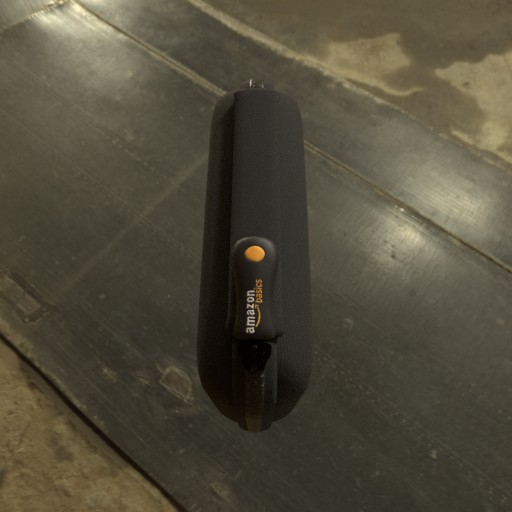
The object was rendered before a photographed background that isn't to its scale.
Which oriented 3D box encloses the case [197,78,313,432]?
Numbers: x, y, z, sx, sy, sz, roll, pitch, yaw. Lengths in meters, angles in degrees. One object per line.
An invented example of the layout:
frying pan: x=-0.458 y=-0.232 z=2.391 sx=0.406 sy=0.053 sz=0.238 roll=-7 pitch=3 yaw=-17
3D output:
case: x=0.000 y=0.000 z=0.183 sx=0.038 sy=0.105 sz=0.132 roll=0 pitch=65 yaw=0
